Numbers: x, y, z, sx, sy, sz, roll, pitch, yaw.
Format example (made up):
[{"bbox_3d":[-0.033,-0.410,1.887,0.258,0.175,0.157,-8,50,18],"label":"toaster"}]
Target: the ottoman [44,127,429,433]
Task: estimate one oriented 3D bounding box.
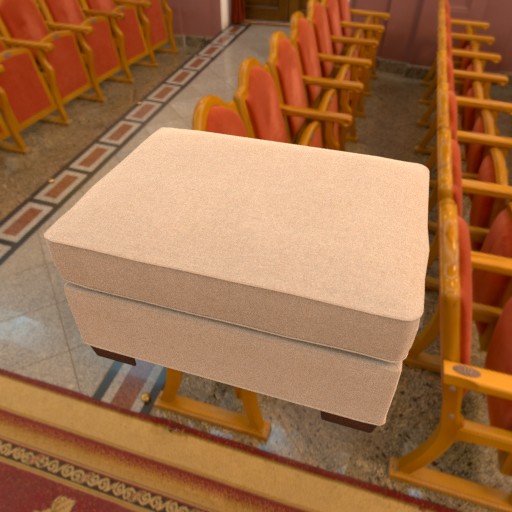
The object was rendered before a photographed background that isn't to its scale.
[{"bbox_3d":[0.000,0.000,1.253,0.846,0.503,0.617,12,42,13],"label":"ottoman"}]
